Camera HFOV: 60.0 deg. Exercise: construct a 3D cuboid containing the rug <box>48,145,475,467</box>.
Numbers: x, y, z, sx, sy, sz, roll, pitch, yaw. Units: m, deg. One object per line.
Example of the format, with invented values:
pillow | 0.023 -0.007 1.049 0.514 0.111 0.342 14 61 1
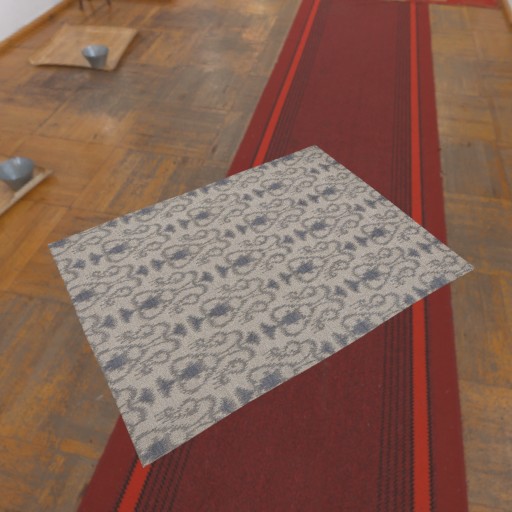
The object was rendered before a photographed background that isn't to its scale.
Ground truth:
rug | 0.000 0.000 2.895 2.261 0.013 1.676 -25 51 -21
